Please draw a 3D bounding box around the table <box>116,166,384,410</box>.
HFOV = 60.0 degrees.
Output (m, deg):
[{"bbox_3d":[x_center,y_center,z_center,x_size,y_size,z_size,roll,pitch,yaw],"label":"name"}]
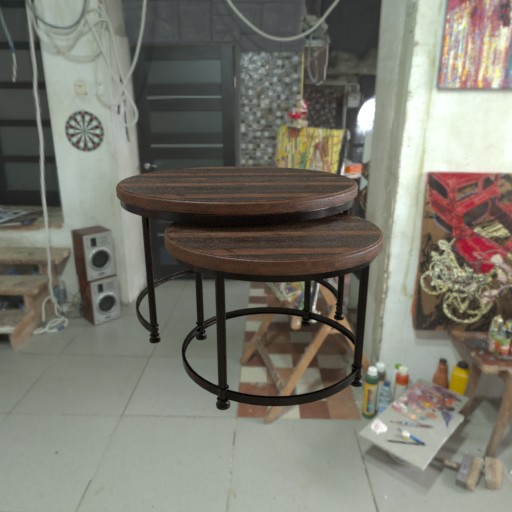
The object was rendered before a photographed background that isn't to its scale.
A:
[{"bbox_3d":[0.000,0.000,1.606,0.870,0.516,1.152,-9,20,-27],"label":"table"}]
